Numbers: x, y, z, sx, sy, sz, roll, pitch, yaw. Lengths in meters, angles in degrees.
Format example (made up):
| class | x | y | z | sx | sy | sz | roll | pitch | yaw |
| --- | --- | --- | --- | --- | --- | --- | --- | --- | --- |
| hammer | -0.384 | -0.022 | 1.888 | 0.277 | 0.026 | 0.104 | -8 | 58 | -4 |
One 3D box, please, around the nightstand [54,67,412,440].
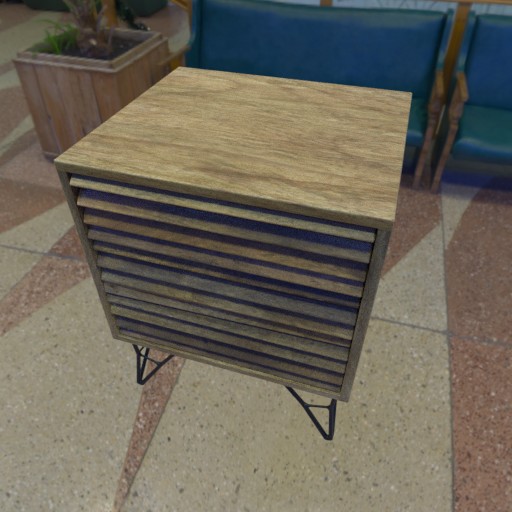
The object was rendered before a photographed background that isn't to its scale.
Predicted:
| class | x | y | z | sx | sy | sz | roll | pitch | yaw |
| --- | --- | --- | --- | --- | --- | --- | --- | --- | --- |
| nightstand | 0.000 | 0.000 | 0.880 | 0.457 | 0.559 | 0.406 | 12 | 42 | 13 |
